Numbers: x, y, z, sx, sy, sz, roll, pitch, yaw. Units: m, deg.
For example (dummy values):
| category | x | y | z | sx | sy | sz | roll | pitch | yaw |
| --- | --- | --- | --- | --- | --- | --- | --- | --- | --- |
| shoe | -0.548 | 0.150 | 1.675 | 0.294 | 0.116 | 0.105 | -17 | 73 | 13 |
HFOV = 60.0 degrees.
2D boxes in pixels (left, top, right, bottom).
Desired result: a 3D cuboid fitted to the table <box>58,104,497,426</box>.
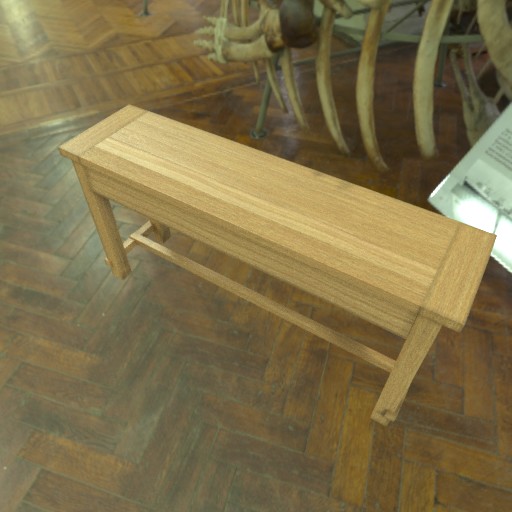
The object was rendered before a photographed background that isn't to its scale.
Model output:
| category | x | y | z | sx | sy | sz | roll | pitch | yaw |
| --- | --- | --- | --- | --- | --- | --- | --- | --- | --- |
| table | 0.000 | 0.000 | 1.883 | 1.599 | 0.762 | 0.442 | 25 | 52 | 21 |
